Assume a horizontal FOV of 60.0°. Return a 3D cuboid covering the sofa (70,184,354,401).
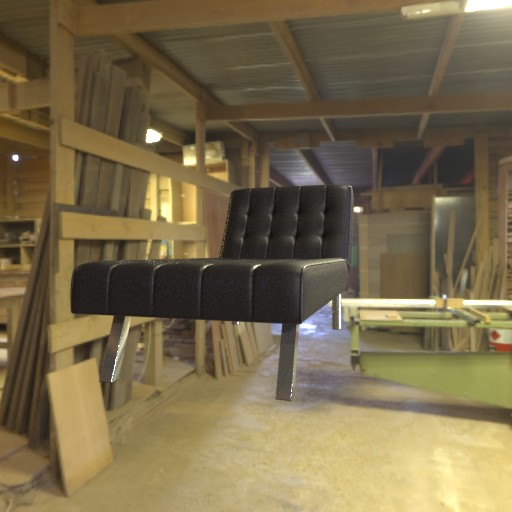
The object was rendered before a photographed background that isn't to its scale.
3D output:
[{"bbox_3d":[0.000,0.000,2.016,0.760,0.820,1.560,0,0,17],"label":"sofa"}]
